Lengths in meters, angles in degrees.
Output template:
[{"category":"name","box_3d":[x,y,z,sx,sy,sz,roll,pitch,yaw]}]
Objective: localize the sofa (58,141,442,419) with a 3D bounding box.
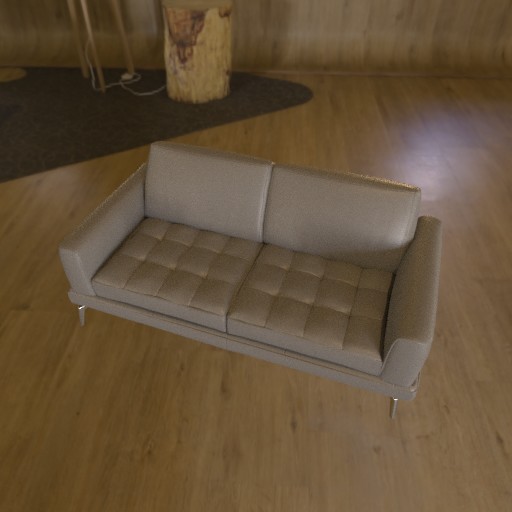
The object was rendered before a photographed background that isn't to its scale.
[{"category":"sofa","box_3d":[0.000,0.000,2.775,2.177,0.930,1.121,13,43,15]}]
